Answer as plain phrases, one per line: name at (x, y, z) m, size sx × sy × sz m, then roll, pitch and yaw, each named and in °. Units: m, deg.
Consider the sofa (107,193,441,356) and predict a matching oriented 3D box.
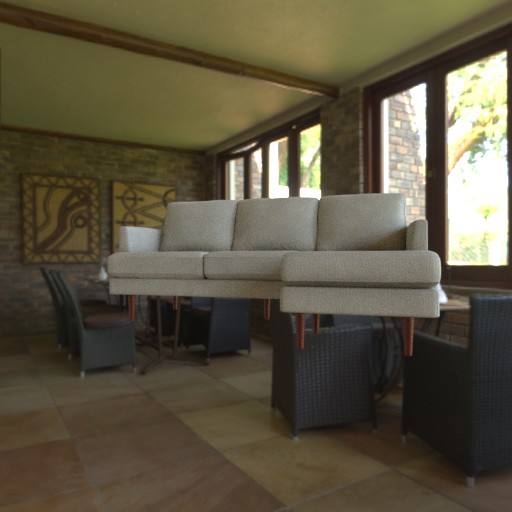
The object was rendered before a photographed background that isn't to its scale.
sofa at (0.000, 0.000, 3.059) m, size 2.233 × 0.956 × 1.504 m, roll 0°, pitch 0°, yaw 17°
